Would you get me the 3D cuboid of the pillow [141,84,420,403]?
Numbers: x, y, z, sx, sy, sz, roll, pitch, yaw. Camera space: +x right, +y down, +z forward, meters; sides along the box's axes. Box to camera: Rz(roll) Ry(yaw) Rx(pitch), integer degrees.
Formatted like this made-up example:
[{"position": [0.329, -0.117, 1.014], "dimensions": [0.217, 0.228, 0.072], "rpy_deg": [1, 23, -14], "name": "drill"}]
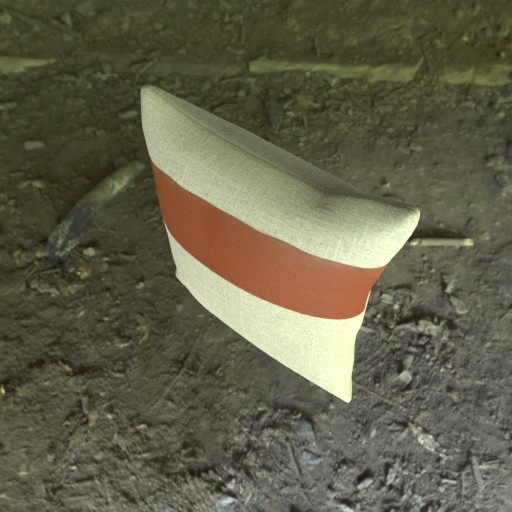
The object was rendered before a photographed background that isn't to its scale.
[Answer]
[{"position": [0.000, 0.000, 0.656], "dimensions": [0.414, 0.399, 0.173], "rpy_deg": [32, 54, 27], "name": "pillow"}]
